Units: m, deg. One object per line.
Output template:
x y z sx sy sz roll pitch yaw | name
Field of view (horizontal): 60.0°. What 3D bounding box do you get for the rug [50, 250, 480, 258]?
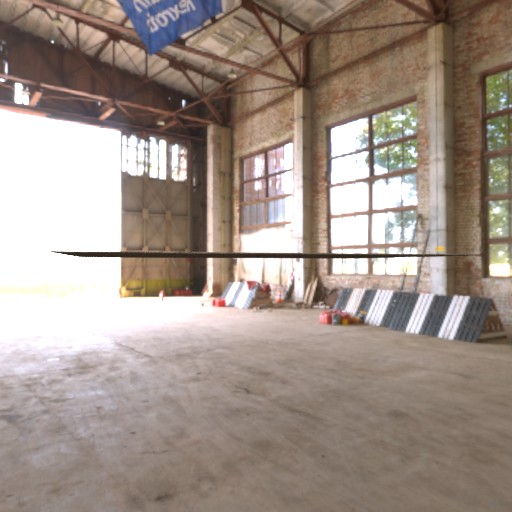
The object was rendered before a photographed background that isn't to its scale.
0.000 0.000 3.109 2.442 0.010 1.546 0 -1 -17 | rug
